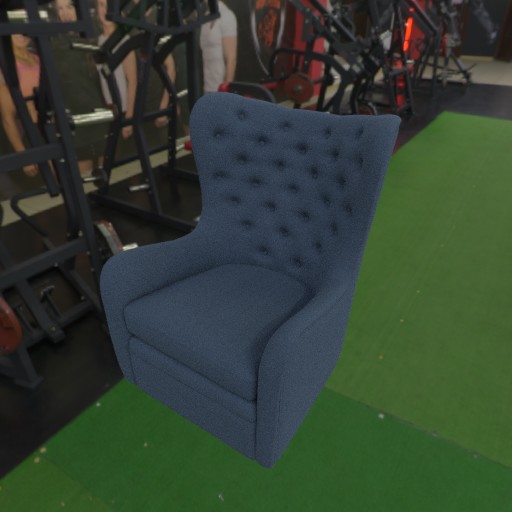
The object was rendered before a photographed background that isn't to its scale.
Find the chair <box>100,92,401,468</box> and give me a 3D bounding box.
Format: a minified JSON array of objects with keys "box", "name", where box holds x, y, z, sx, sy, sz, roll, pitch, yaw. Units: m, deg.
[{"box":[0.000,0.000,1.748,0.831,1.079,0.930,19,36,29],"name":"chair"}]
